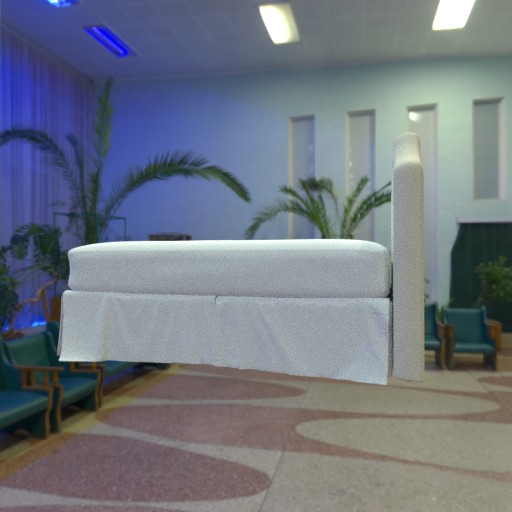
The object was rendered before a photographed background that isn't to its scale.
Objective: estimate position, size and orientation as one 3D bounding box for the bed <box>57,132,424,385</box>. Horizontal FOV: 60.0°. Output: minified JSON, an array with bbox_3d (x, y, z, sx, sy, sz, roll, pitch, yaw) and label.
[{"bbox_3d":[0.000,0.000,3.278,2.209,1.296,1.827,0,0,17],"label":"bed"}]
